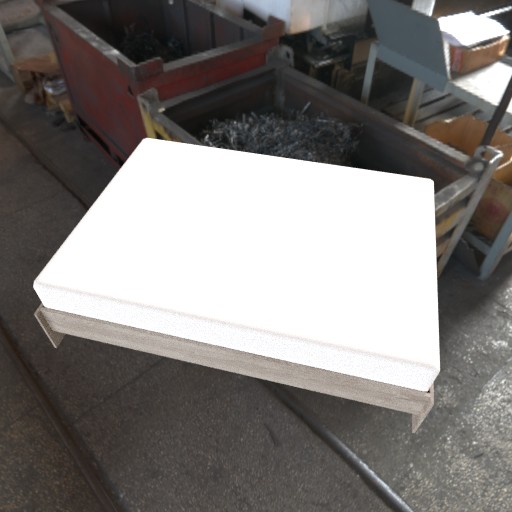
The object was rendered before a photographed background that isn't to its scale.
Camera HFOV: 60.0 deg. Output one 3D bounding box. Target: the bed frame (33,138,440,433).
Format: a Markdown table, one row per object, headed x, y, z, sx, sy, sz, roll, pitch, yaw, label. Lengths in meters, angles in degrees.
| x | y | z | sx | sy | sz | roll | pitch | yaw | label |
| --- | --- | --- | --- | --- | --- | --- | --- | --- | --- |
| 0.000 | 0.000 | 2.599 | 1.945 | 0.497 | 1.445 | 10 | 48 | 10 | bed frame |
